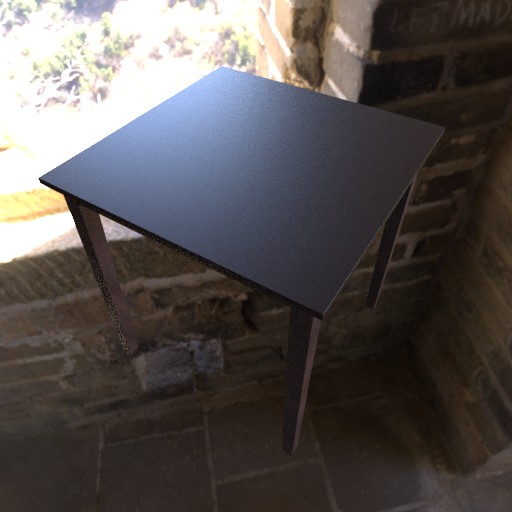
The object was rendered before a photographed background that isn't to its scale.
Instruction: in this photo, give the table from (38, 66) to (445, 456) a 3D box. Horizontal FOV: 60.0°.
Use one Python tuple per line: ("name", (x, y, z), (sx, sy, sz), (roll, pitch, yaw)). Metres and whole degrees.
("table", (0.000, 0.000, 1.403), (0.749, 0.770, 0.749), (24, 51, 22))
